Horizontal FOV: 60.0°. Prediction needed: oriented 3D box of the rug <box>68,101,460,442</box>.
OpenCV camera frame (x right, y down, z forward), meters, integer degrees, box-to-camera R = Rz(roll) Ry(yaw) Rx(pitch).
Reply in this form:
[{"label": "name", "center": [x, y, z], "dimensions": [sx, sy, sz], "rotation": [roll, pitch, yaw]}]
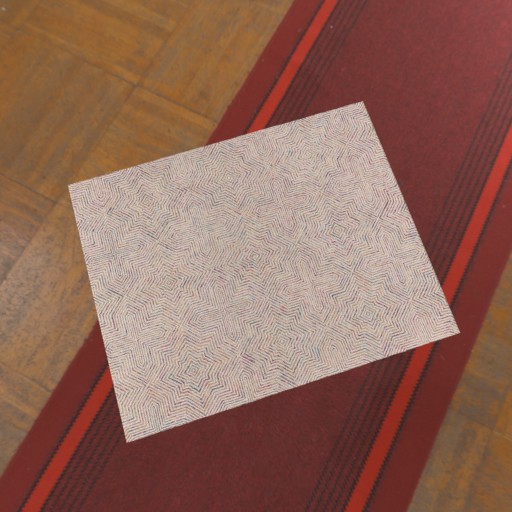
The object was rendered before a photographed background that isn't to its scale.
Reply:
[{"label": "rug", "center": [0.000, 0.000, 4.119], "dimensions": [3.046, 0.008, 2.442], "rotation": [-17, 77, -4]}]
